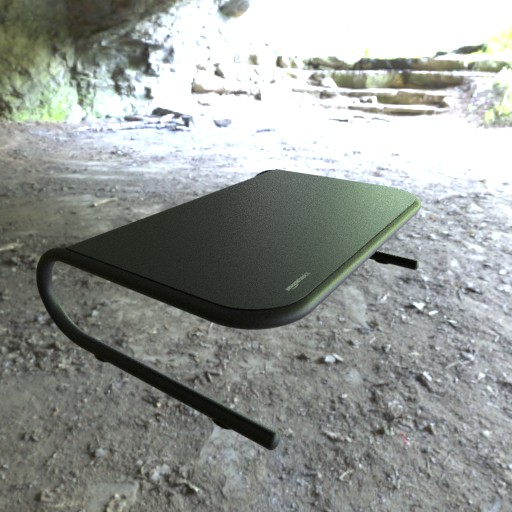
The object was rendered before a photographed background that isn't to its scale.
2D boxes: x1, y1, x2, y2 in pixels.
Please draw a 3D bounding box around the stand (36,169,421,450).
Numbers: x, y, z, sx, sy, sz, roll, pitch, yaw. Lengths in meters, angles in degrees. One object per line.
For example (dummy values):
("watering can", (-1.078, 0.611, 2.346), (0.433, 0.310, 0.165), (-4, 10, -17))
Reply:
("stand", (0.000, 0.000, 0.507), (0.280, 0.108, 0.370), (16, 29, 31))
